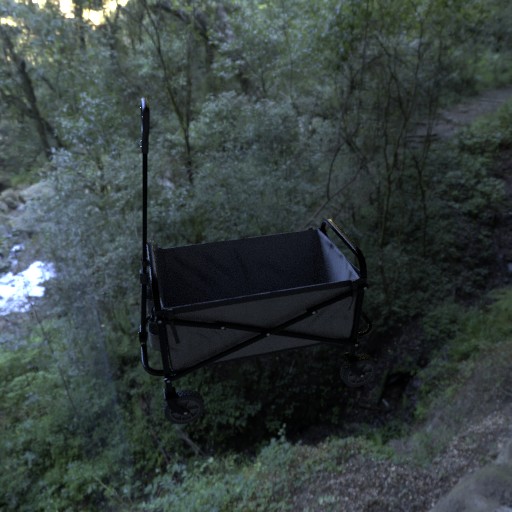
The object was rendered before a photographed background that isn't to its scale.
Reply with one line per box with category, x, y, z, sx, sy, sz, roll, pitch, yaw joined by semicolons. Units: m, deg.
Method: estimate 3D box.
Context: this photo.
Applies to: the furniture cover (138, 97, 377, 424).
furniture cover;0.000;0.000;1.843;1.038;1.295;0.532;-8;32;-13
